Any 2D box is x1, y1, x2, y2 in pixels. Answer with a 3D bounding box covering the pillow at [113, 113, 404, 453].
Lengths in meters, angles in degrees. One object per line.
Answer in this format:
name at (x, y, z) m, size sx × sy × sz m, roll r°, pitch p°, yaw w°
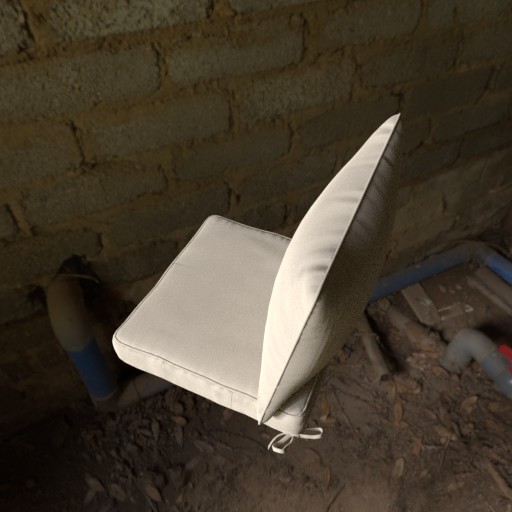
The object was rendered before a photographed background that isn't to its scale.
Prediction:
pillow at (0.000, 0.000, 1.353) m, size 0.733 × 0.716 × 0.798 m, roll 18°, pitch 48°, yaw 17°
